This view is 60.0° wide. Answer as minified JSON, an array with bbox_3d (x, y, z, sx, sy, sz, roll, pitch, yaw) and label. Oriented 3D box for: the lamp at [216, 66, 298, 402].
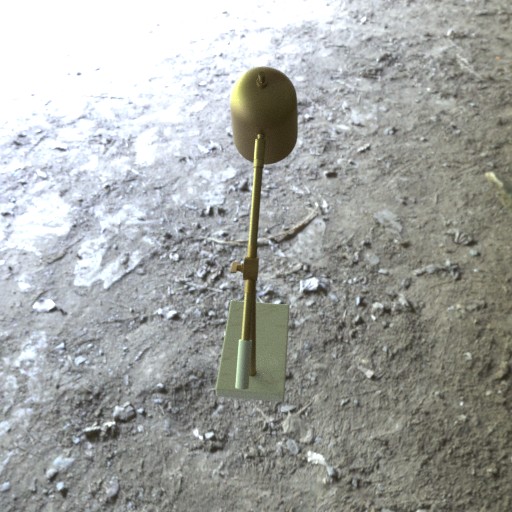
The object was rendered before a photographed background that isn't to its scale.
[{"bbox_3d":[0.000,0.000,0.814,0.144,0.603,0.471,4,46,4],"label":"lamp"}]
